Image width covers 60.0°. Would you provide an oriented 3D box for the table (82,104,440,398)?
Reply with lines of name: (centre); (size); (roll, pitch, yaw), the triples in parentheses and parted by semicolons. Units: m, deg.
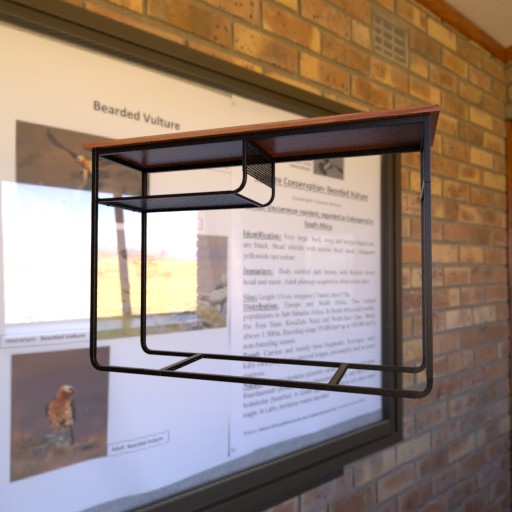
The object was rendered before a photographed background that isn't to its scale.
table: (0.000, 0.000, 1.449); (1.100, 0.750, 0.350); (-1, -2, 19)
